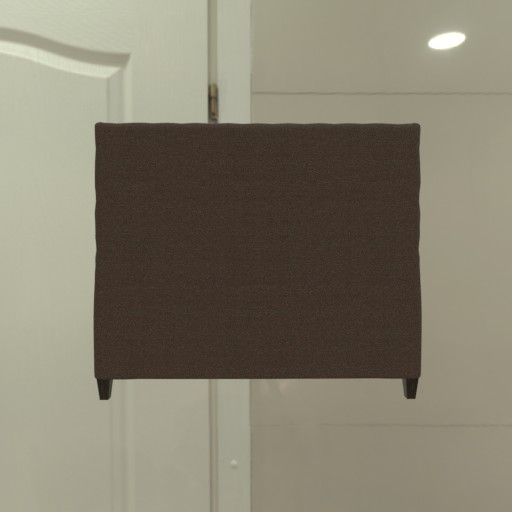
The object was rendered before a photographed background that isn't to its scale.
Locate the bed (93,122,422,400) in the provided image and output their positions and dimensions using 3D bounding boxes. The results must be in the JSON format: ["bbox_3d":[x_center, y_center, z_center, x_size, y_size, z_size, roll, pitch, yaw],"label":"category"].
[{"bbox_3d":[0.000,0.000,3.435,1.698,1.427,2.387,0,1,-1],"label":"bed"}]
